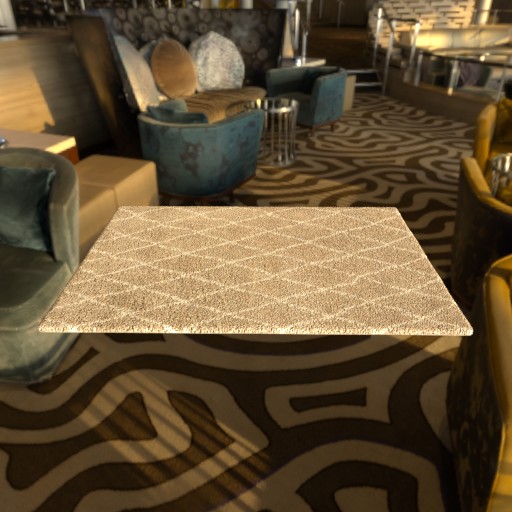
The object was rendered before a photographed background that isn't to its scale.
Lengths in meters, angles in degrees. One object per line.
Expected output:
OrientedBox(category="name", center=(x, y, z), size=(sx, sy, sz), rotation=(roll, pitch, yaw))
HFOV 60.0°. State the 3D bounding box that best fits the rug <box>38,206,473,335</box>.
OrientedBox(category="rug", center=(0.000, 0.000, 2.325), size=(1.778, 0.030, 1.219), rotation=(0, 30, 1))
